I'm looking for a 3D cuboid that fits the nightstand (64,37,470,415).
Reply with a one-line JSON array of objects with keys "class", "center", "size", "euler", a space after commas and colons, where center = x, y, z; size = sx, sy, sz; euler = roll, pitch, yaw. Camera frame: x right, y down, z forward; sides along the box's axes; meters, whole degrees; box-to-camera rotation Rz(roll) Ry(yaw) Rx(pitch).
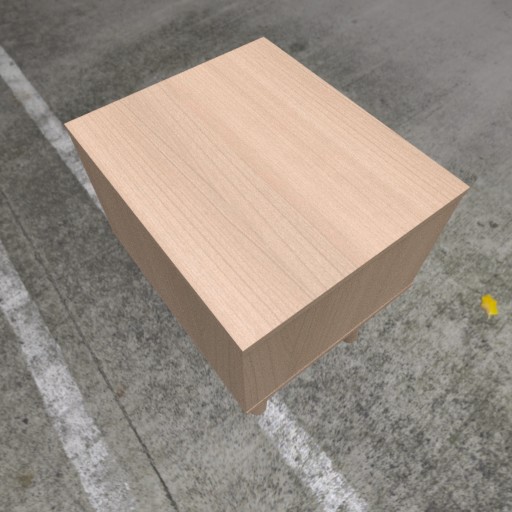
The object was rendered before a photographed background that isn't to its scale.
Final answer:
[{"class": "nightstand", "center": [0.000, 0.000, 0.851], "size": [0.380, 0.530, 0.450], "euler": [-33, 63, -19]}]
